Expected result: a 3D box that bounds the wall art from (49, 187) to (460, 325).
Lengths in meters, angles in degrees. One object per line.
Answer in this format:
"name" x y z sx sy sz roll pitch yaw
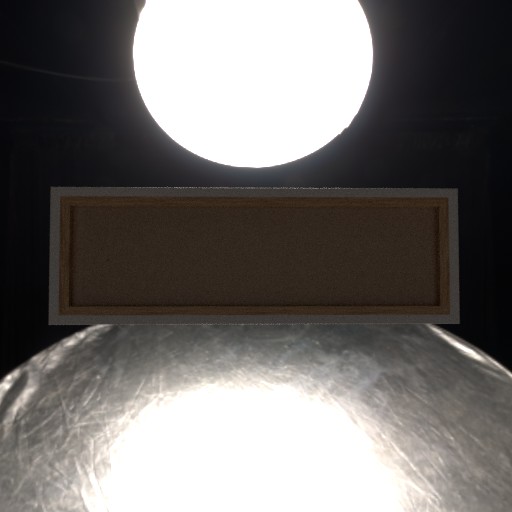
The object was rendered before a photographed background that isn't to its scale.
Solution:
"wall art" 0.000 0.000 0.844 0.763 0.255 0.038 0 -2 -1
